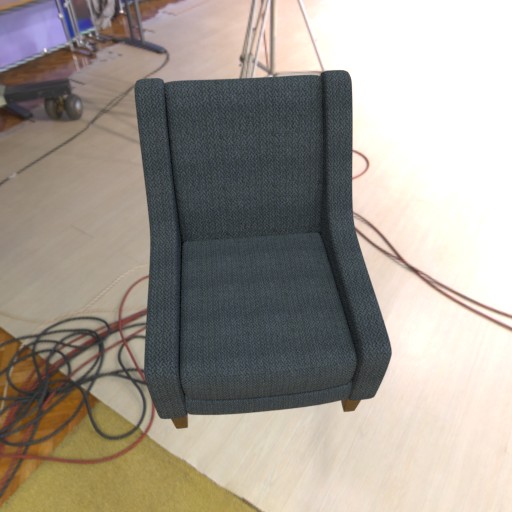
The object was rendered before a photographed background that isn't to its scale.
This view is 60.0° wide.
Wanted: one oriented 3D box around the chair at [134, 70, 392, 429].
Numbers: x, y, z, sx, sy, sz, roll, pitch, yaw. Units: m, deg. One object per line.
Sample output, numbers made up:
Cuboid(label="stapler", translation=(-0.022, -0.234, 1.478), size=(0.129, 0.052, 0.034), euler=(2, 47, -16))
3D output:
Cuboid(label="chair", translation=(0.000, 0.000, 1.671), size=(0.793, 1.012, 0.944), euler=(-4, 46, -4))
